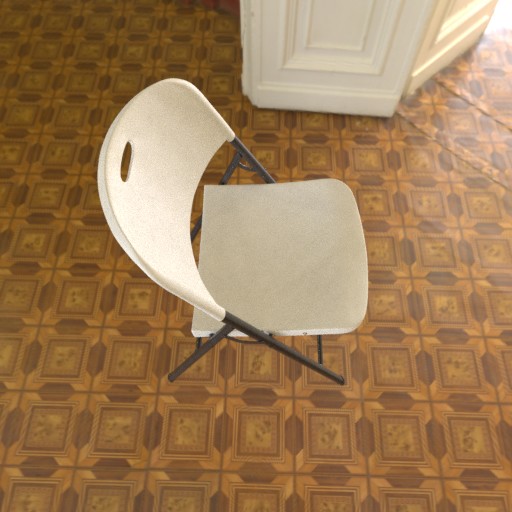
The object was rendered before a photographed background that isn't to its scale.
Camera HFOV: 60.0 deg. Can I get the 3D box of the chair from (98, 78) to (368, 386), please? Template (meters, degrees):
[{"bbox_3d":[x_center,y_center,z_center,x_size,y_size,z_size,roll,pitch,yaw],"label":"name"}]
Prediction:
[{"bbox_3d":[0.000,0.000,1.153,0.566,0.810,0.494,1,62,0],"label":"chair"}]
